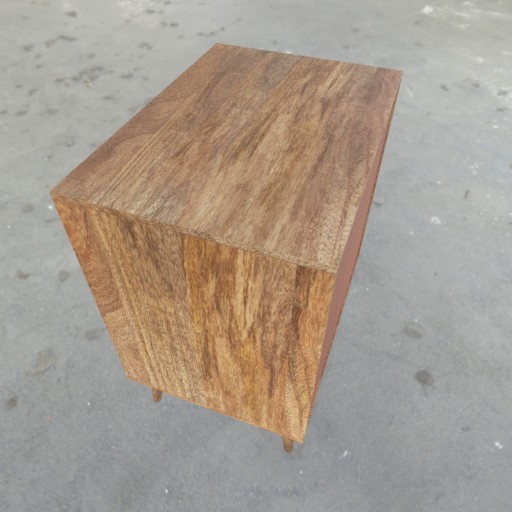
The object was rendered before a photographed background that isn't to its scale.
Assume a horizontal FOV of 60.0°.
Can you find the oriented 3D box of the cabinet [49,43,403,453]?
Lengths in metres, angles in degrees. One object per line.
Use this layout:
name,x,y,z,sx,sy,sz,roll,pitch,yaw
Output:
cabinet,0.000,0.000,1.128,0.473,0.758,0.647,15,48,14
